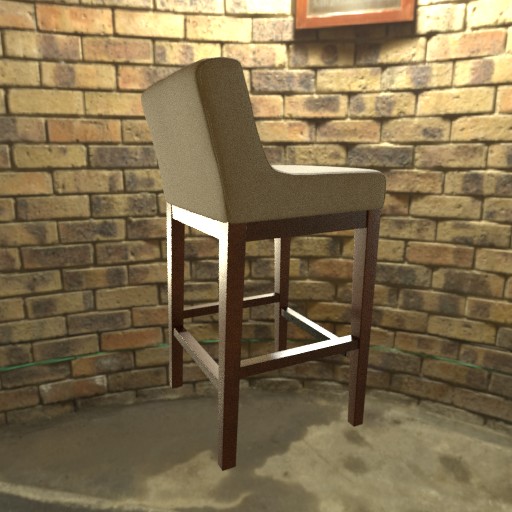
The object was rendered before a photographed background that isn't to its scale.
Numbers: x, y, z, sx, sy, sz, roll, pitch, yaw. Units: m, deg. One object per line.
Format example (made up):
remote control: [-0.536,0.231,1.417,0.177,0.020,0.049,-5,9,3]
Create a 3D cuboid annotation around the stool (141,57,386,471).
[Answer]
stool: [0.000,0.000,1.247,0.500,0.937,0.511,-6,15,-26]
